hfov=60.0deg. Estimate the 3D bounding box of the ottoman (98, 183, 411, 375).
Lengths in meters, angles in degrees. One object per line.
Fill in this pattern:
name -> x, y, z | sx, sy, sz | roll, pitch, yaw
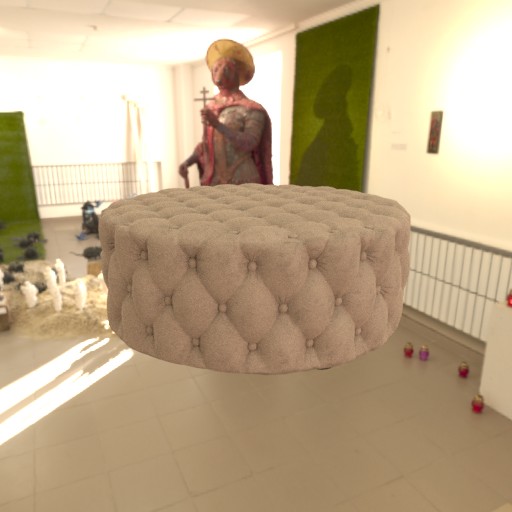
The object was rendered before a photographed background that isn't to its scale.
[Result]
ottoman -> 0.000, 0.000, 1.512 | 0.998, 0.399, 0.998 | 0, 16, 0
